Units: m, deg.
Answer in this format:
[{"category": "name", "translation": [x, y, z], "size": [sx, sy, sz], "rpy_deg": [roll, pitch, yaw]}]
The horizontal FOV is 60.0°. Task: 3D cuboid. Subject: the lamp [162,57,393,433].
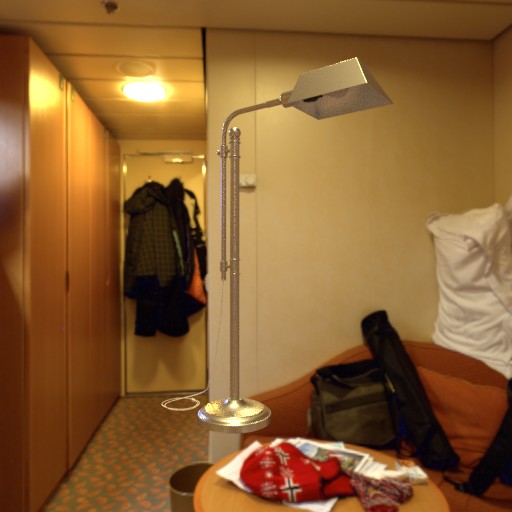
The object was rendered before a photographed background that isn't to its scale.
[{"category": "lamp", "translation": [0.000, 0.000, 0.930], "size": [0.546, 0.708, 0.159], "rpy_deg": [-1, -1, 38]}]
